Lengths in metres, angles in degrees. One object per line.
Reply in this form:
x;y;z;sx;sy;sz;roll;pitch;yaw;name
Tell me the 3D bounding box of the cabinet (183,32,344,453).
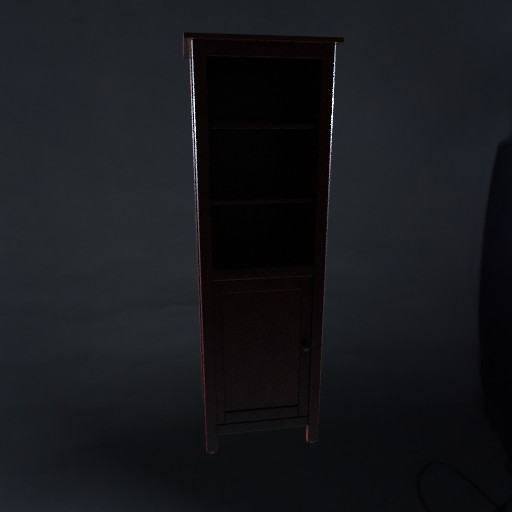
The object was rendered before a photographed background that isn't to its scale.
0.000;0.000;1.753;0.500;1.518;0.401;-2;16;-9;cabinet
